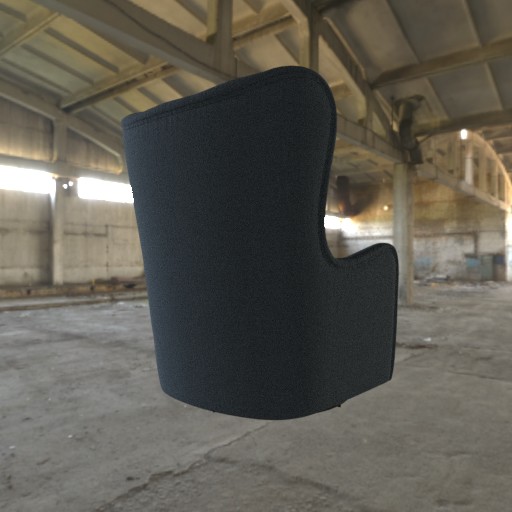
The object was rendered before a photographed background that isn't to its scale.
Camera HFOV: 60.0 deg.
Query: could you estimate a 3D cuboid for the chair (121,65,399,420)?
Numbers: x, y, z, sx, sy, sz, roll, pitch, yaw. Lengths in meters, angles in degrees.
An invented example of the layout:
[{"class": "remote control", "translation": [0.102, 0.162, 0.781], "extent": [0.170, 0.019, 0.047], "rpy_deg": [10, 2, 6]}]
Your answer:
[{"class": "chair", "translation": [0.000, 0.000, 1.717], "extent": [0.831, 1.079, 0.930], "rpy_deg": [-1, -1, 38]}]
